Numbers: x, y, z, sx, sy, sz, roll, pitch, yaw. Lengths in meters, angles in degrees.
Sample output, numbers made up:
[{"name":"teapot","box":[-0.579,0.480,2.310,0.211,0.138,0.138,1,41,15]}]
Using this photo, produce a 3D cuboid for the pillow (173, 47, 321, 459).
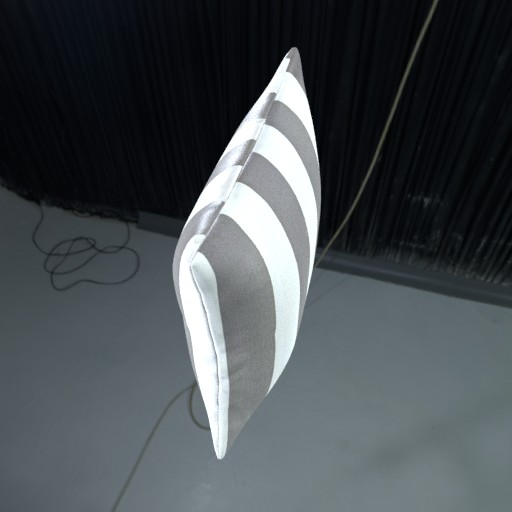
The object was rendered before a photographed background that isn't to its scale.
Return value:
[{"name":"pillow","box":[0.000,0.000,0.766,0.192,0.507,0.522,10,47,10]}]
